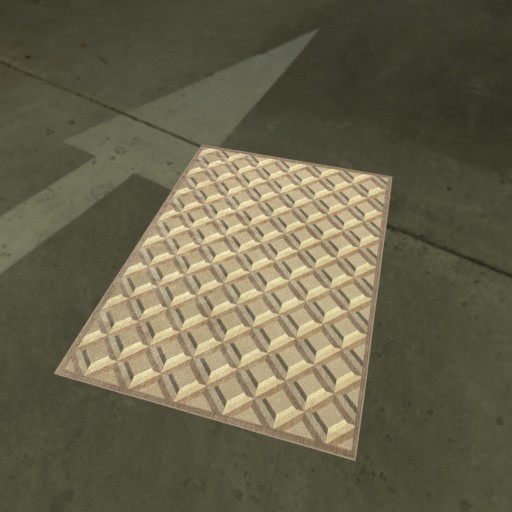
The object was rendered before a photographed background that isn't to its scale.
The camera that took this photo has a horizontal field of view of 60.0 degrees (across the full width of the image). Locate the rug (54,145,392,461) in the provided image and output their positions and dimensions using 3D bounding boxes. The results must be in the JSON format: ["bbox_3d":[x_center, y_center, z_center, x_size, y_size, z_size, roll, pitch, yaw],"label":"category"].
[{"bbox_3d":[0.000,0.000,4.340,2.382,0.018,3.294,12,49,11],"label":"rug"}]
